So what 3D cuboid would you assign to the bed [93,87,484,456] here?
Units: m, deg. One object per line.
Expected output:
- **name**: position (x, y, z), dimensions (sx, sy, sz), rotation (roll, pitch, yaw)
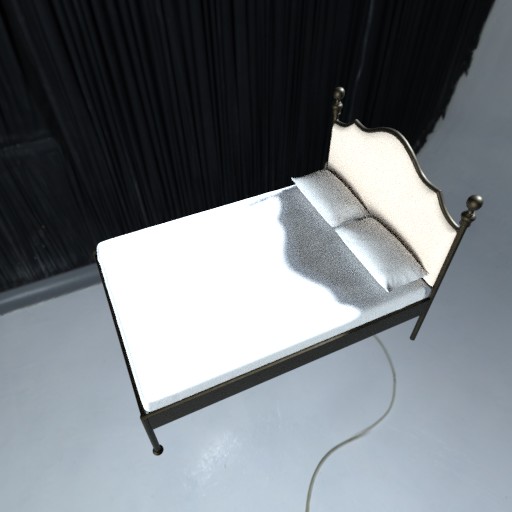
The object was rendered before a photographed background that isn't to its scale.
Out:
- **bed**: position (0.000, 0.000, 3.173), dimensions (2.170, 1.462, 1.533), rotation (-19, 49, -17)
